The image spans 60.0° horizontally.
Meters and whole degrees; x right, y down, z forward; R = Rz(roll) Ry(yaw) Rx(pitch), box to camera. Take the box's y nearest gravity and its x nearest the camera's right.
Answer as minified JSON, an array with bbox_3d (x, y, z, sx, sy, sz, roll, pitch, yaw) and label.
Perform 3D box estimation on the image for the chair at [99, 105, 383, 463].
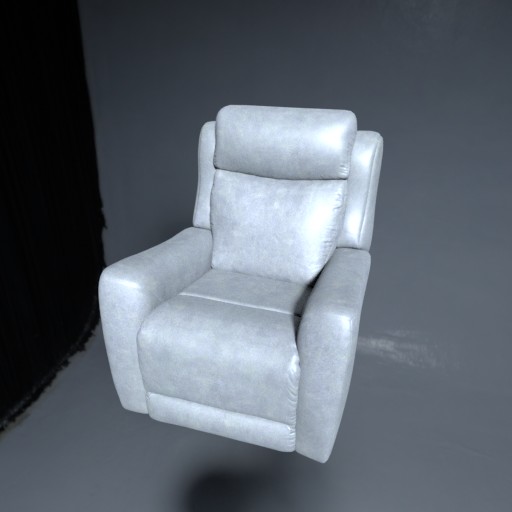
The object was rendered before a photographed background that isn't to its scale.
[{"bbox_3d":[0.000,0.000,1.918,0.967,1.116,1.068,9,28,16],"label":"chair"}]
